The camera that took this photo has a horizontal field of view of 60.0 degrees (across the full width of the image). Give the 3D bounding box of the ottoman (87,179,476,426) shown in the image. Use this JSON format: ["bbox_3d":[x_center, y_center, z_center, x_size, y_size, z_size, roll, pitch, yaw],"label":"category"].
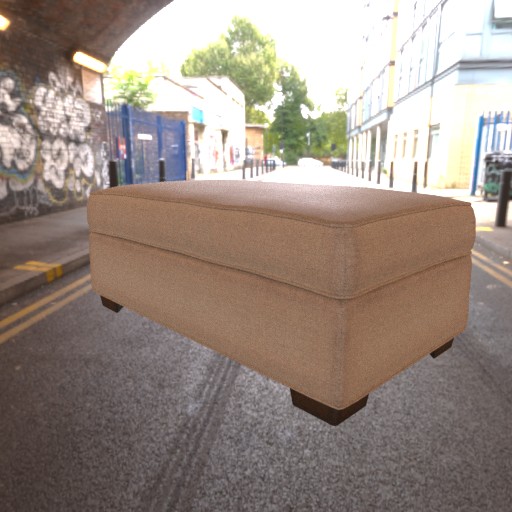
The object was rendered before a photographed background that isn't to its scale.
[{"bbox_3d":[0.000,0.000,1.388,0.617,0.448,1.097,-12,17,-43],"label":"ottoman"}]
